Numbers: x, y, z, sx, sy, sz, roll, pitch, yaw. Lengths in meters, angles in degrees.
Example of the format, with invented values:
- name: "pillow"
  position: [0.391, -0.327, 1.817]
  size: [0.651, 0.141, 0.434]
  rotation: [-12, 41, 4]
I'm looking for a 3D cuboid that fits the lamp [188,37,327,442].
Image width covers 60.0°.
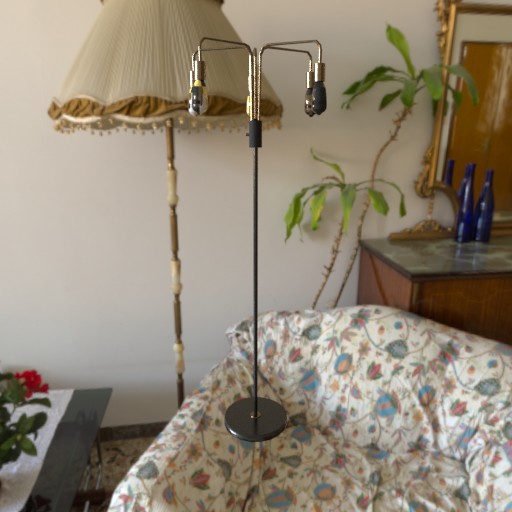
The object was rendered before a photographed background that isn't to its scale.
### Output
- name: "lamp"
  position: [0.000, 0.000, 1.968]
  size: [0.599, 1.721, 0.572]
  rotation: [-15, 22, -42]
